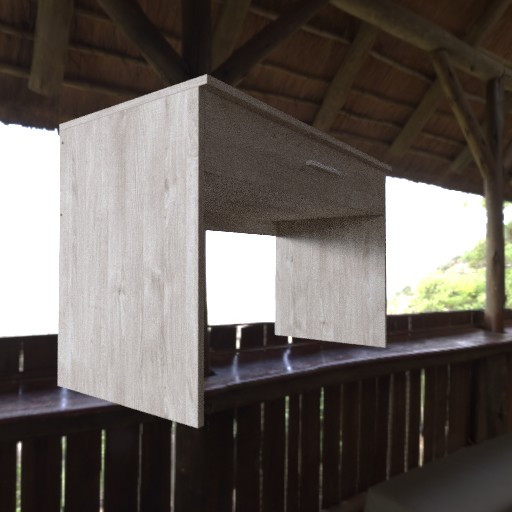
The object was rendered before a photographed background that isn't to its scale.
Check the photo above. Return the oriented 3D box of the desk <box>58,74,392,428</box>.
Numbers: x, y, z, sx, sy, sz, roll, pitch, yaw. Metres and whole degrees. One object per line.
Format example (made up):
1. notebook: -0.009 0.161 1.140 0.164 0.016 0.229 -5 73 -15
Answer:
1. desk: 0.000 0.000 1.514 0.560 0.730 1.100 -1 -1 36
